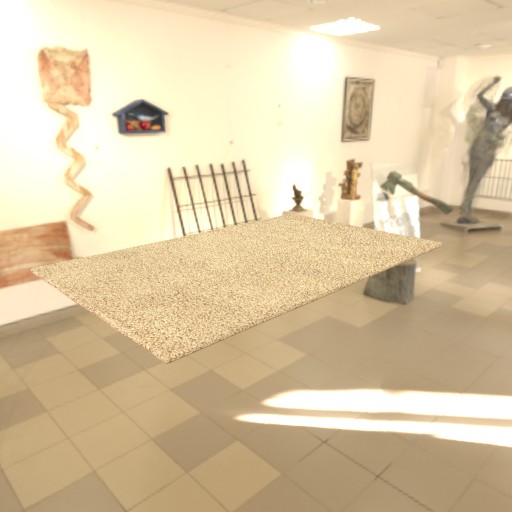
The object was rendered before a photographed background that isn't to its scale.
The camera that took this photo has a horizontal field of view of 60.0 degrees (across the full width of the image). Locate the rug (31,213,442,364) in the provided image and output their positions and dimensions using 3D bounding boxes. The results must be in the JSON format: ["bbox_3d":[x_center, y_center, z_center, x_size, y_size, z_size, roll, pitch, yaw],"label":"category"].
[{"bbox_3d":[0.000,0.000,3.040,2.438,0.030,1.524,-16,23,-42],"label":"rug"}]
